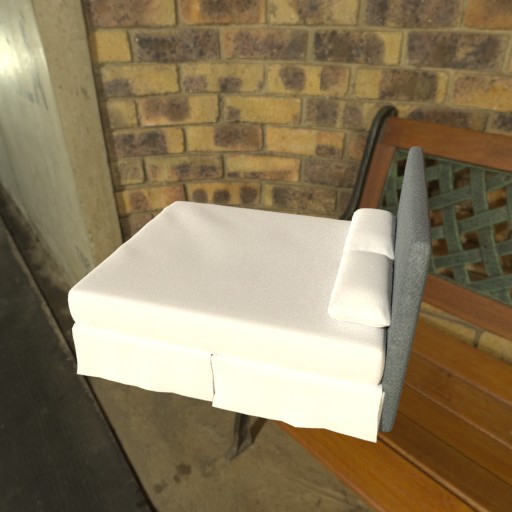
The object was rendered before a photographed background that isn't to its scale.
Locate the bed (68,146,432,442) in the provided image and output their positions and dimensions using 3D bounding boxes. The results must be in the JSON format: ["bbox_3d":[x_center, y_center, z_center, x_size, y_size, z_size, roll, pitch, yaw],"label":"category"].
[{"bbox_3d":[0.000,0.000,3.197,2.142,1.330,1.723,8,31,14],"label":"bed"}]
